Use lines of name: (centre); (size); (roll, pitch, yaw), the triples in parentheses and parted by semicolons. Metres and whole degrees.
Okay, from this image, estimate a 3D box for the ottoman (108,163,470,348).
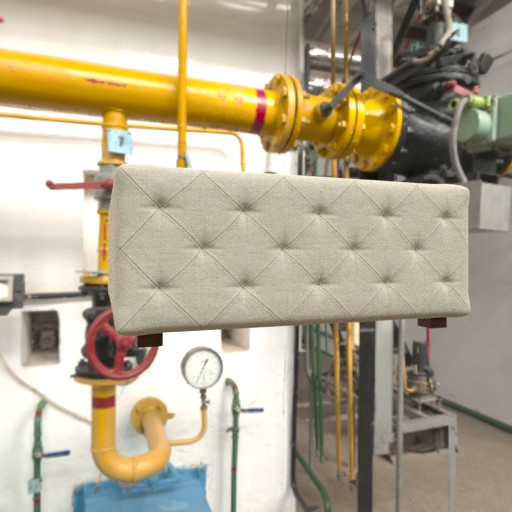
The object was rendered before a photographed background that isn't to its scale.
ottoman: (0.000, 0.000, 1.641); (1.028, 0.439, 1.028); (0, 0, -19)
